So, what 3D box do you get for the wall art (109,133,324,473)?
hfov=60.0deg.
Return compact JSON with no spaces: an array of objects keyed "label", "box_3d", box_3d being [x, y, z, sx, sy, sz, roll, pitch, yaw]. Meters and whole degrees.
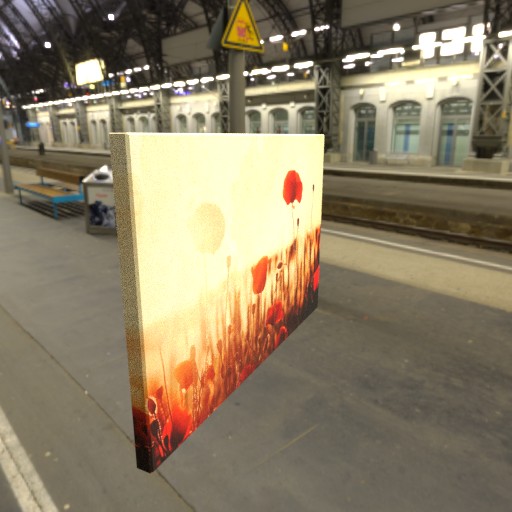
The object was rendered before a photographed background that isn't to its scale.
[{"label":"wall art","box_3d":[0.000,0.000,1.134,0.038,0.602,0.918,8,17,26]}]
